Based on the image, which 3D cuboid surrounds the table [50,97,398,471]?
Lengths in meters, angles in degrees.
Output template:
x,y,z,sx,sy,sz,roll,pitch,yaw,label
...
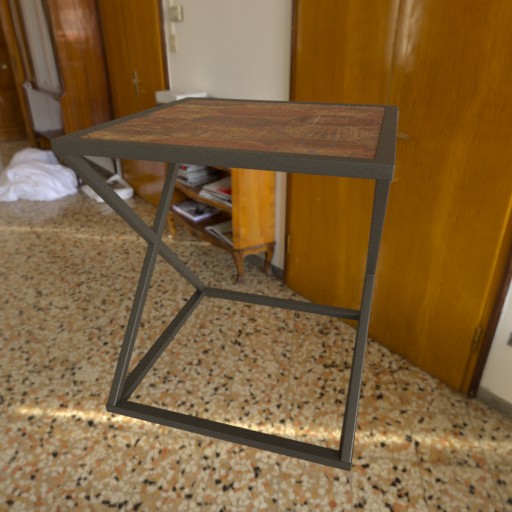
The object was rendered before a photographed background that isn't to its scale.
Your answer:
x,y,z,sx,sy,sz,roll,pitch,yaw,label
0.000,0.000,0.945,0.500,0.565,0.500,8,28,15,table
